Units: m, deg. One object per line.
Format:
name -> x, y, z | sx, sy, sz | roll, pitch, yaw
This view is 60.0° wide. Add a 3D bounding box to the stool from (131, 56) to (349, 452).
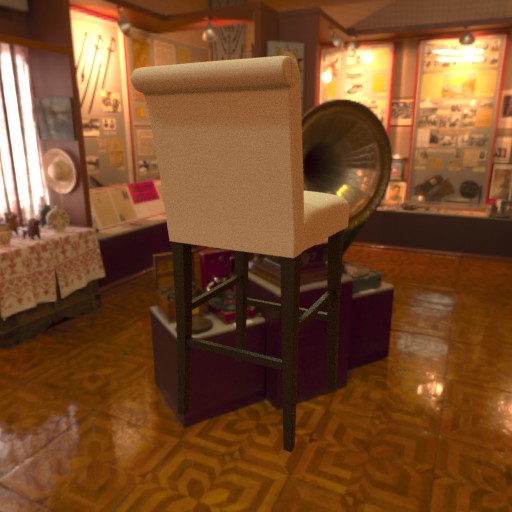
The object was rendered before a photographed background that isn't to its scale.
stool -> 0.000, 0.000, 1.467 | 0.452, 1.124, 0.597 | 8, 18, 26
